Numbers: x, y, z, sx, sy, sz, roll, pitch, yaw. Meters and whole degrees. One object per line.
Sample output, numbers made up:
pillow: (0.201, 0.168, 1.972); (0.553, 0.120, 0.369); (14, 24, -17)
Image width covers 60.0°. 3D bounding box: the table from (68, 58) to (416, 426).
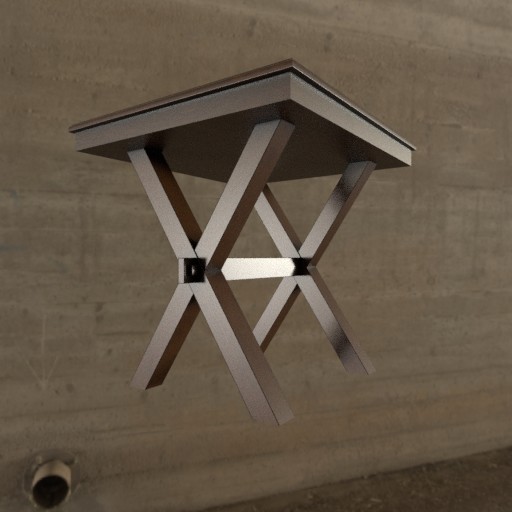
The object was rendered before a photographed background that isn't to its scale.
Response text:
table: (0.000, 0.000, 1.032); (0.560, 0.562, 0.602); (0, 0, 36)
